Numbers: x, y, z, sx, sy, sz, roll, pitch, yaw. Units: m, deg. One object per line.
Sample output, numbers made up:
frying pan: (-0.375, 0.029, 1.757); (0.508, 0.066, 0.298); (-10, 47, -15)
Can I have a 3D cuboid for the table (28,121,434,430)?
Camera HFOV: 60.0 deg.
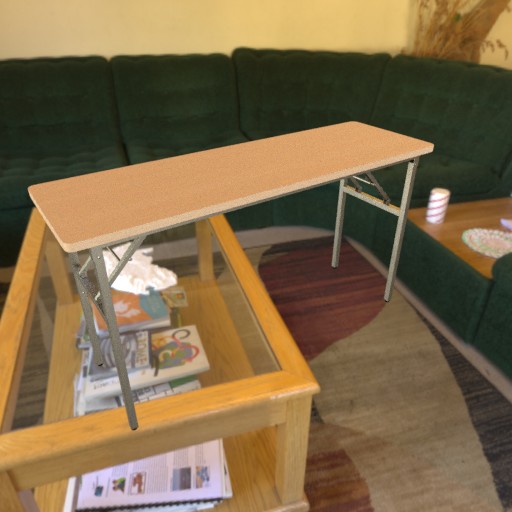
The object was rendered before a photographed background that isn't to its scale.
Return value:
table: (0.000, 0.000, 1.727); (1.397, 0.750, 0.446); (-19, 36, -29)
